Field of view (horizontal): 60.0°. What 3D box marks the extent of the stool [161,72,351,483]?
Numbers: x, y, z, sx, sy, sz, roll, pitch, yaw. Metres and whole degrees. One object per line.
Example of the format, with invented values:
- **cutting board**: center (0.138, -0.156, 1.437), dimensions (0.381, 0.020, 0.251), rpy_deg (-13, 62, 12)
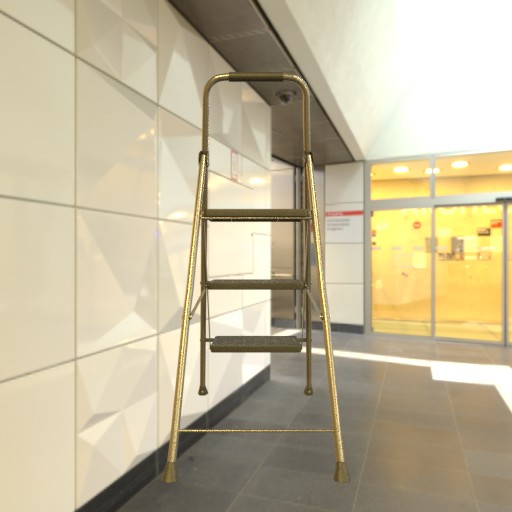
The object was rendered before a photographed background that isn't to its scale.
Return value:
- **stool**: center (0.000, 0.000, 1.459), dimensions (0.473, 1.121, 0.733), rpy_deg (0, 0, 0)
